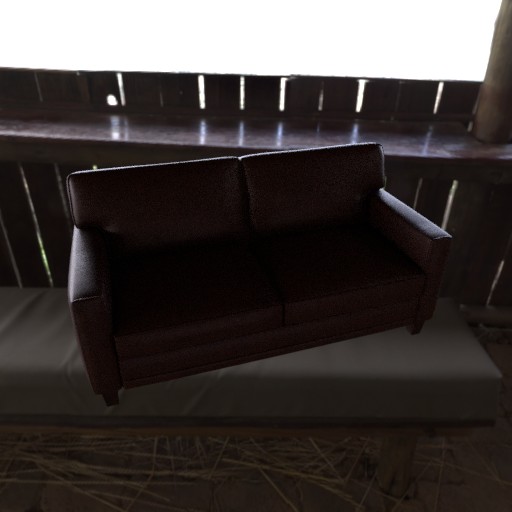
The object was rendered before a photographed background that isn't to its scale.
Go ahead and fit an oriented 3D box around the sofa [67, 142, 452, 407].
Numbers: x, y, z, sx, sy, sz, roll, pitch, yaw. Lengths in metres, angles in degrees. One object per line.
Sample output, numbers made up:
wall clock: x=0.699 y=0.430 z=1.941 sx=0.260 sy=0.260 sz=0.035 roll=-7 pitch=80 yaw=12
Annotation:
sofa: x=0.000 y=0.000 z=2.409 sx=1.876 sy=0.928 sz=0.912 roll=-9 pitch=32 yaw=-15
